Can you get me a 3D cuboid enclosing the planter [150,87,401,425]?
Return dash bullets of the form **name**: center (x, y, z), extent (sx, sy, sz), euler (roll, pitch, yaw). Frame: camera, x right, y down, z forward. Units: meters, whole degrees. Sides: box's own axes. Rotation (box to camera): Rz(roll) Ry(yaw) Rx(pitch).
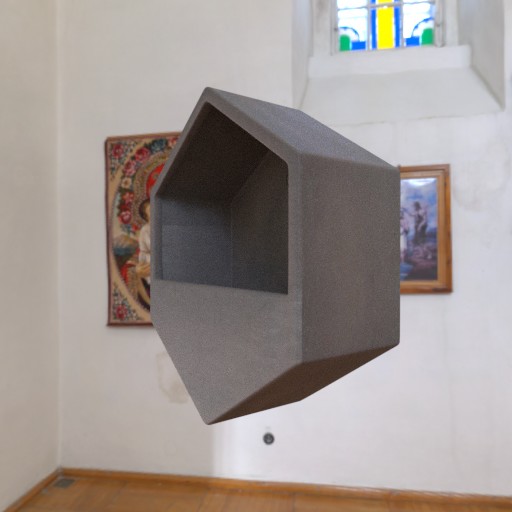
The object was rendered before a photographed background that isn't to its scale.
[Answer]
- **planter**: center (0.000, 0.000, 0.293), extent (0.077, 0.206, 0.169), euler (0, 1, -36)
